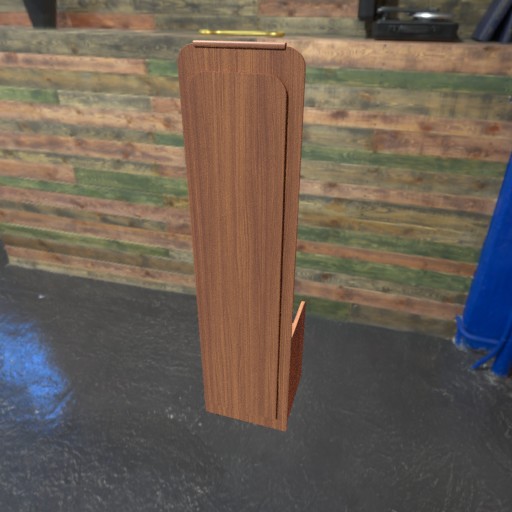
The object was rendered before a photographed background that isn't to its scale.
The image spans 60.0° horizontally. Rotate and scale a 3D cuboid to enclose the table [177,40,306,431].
[{"bbox_3d":[0.000,0.000,2.062,0.450,1.830,0.420,9,31,15],"label":"table"}]
